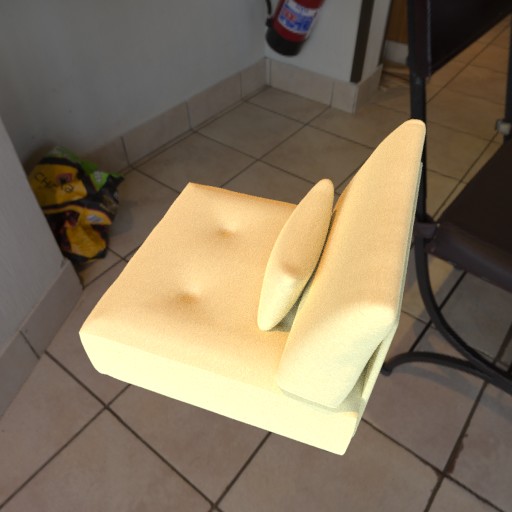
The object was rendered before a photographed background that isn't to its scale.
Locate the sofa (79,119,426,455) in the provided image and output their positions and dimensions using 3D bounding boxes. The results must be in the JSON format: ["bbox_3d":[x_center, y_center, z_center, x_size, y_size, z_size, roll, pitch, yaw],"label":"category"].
[{"bbox_3d":[0.000,0.000,1.652,1.000,0.820,0.930,14,47,13],"label":"sofa"}]
